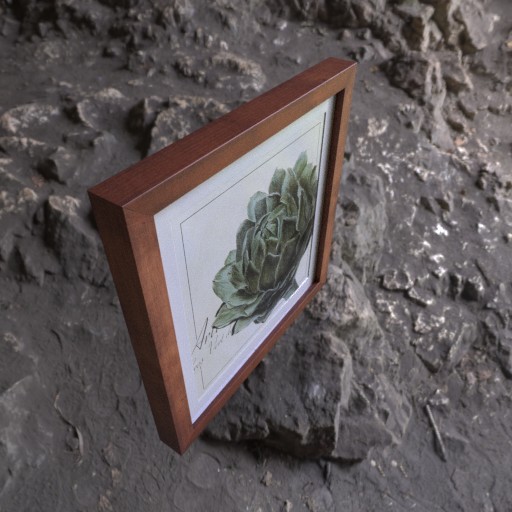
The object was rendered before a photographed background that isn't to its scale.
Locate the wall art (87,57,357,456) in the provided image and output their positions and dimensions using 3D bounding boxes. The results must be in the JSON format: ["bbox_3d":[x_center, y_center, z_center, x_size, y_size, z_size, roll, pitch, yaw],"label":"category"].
[{"bbox_3d":[0.000,0.000,0.569,0.038,0.385,0.386,25,47,26],"label":"wall art"}]
